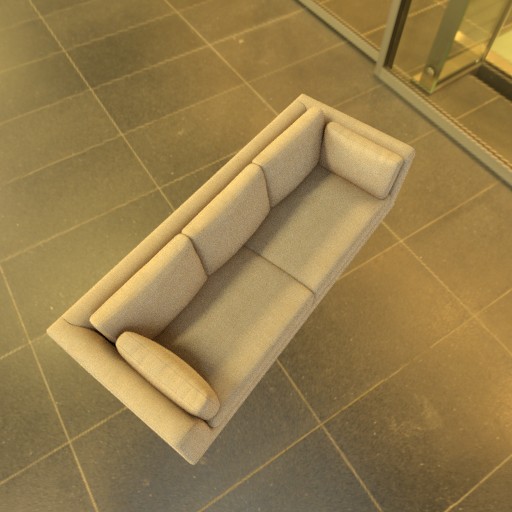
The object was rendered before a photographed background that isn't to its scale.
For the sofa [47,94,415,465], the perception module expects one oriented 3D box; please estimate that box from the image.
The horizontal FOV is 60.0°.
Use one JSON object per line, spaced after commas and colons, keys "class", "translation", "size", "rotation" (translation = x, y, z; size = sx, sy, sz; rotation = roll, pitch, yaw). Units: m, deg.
{"class": "sofa", "translation": [0.000, 0.000, 2.960], "size": [0.969, 0.867, 2.415], "rotation": [33, 64, 19]}
